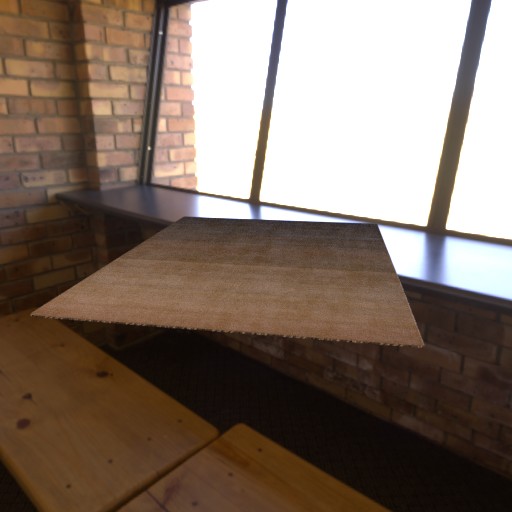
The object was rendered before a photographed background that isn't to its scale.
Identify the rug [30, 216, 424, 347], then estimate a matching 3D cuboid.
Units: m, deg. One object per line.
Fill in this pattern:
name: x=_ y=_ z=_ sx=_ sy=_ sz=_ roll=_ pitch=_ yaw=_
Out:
rug: x=0.000 y=0.000 z=3.865 sx=2.305 sy=0.017 sz=2.902 roll=3 pitch=17 yaw=9
